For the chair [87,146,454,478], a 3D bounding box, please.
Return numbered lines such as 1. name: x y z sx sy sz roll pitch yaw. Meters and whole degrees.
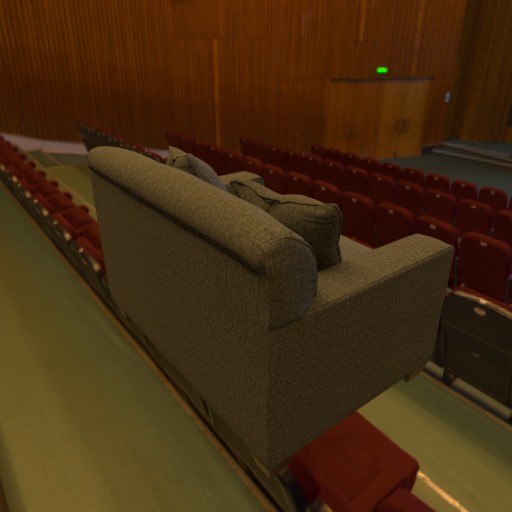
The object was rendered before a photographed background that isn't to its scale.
1. chair: 0.000 0.000 2.037 1.000 0.948 1.383 -19 32 -33
